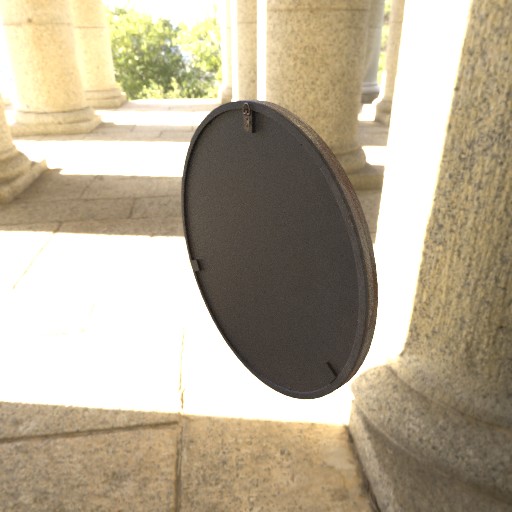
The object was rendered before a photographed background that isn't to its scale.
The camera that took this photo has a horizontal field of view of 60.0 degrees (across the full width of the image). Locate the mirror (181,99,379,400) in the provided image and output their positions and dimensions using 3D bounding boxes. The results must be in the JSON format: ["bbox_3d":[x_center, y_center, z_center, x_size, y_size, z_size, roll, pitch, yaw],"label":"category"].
[{"bbox_3d":[0.000,0.000,1.069,0.038,0.710,0.710,-18,31,-32],"label":"mirror"}]
